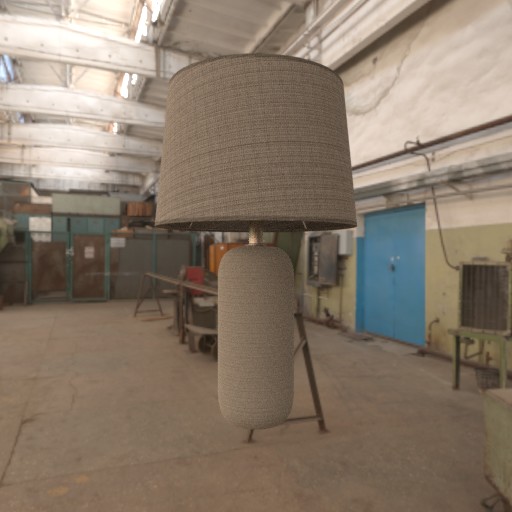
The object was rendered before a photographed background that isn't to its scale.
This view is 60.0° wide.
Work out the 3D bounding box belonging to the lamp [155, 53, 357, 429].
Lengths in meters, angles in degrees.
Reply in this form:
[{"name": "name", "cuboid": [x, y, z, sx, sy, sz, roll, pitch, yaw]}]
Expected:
[{"name": "lamp", "cuboid": [0.000, 0.000, 0.824, 0.367, 0.609, 0.367, 0, 0, 0]}]
